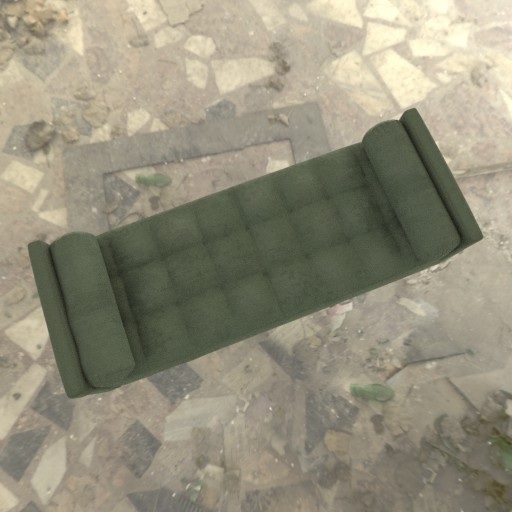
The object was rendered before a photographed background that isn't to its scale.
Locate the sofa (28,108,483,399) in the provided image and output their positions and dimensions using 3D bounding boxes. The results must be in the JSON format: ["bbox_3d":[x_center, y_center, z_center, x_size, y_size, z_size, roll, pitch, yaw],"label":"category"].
[{"bbox_3d":[0.000,0.000,2.453,2.130,0.681,0.817,-20,77,-5],"label":"sofa"}]
